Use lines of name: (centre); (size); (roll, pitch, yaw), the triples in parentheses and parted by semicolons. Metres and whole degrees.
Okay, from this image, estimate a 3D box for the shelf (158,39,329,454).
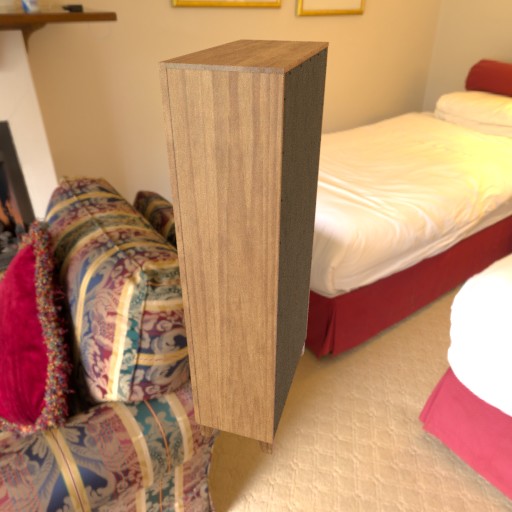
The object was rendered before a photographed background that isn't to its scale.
shelf: (0.000, 0.000, 2.282); (0.453, 1.930, 0.864); (9, 32, 15)
